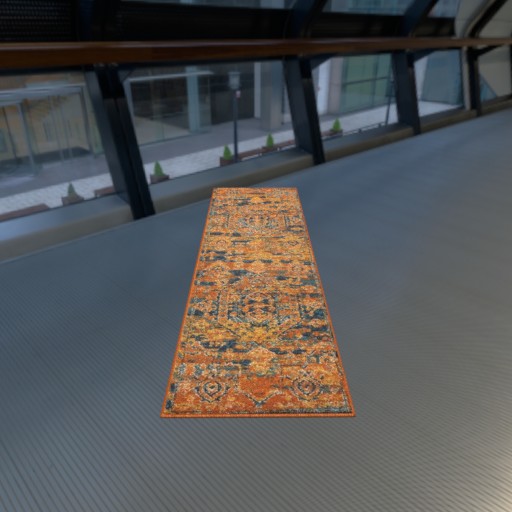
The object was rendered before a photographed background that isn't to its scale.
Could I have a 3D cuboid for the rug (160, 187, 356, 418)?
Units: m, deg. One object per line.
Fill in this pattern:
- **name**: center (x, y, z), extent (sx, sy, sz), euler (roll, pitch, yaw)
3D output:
- **rug**: center (0.000, 0.000, 2.472), extent (0.651, 0.016, 2.274), euler (0, 28, 0)
